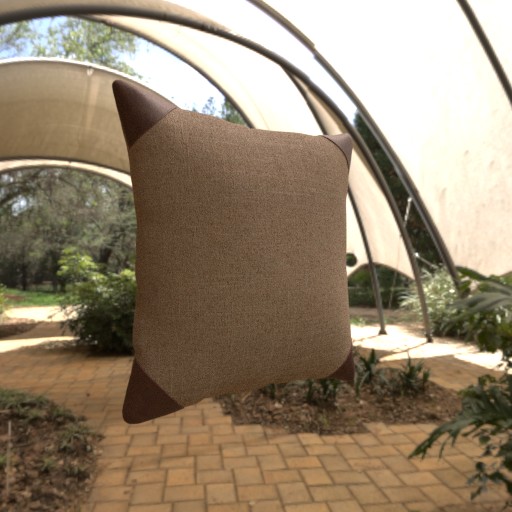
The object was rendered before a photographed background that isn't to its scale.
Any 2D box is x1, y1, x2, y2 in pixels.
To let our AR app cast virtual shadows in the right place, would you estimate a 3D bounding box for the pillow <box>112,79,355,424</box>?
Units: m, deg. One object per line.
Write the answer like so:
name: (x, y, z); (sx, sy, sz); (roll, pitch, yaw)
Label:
pillow: (0.000, 0.000, 0.680); (0.437, 0.448, 0.147); (1, -1, -36)
